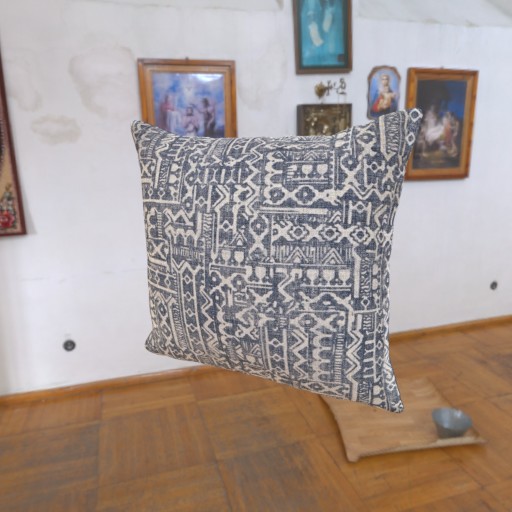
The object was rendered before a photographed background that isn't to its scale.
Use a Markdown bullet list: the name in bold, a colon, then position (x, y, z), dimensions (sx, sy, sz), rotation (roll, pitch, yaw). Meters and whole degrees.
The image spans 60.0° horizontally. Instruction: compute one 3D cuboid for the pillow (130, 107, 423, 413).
- **pillow**: position (0.000, 0.000, 0.795), dimensions (0.546, 0.487, 0.180), rotation (7, 15, 27)
